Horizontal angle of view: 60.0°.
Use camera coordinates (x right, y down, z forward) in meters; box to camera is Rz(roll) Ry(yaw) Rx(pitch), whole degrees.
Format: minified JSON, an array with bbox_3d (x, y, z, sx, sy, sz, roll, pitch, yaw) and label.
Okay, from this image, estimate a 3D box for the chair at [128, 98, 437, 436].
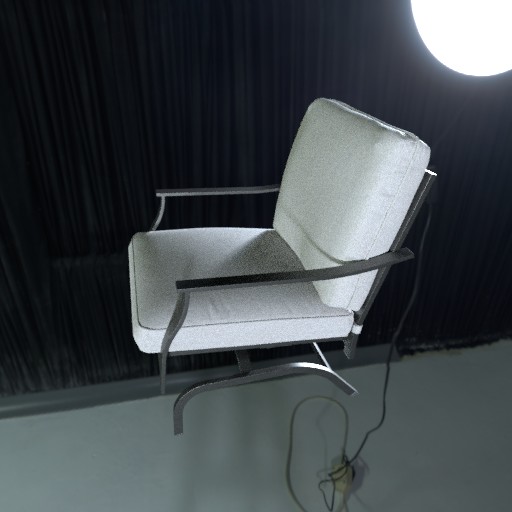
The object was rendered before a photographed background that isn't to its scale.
[{"bbox_3d":[0.000,0.000,1.407,0.787,0.860,0.650,-8,30,-13],"label":"chair"}]
